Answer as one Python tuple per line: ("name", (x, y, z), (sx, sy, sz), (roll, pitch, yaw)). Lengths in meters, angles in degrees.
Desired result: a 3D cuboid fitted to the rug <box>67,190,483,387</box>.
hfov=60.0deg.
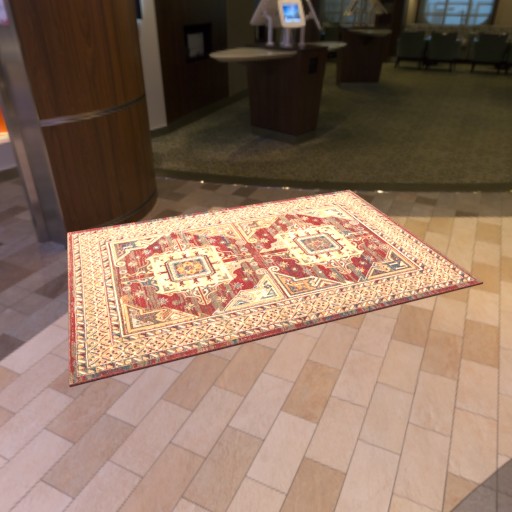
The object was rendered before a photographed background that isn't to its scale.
("rug", (0.000, 0.000, 5.748), (4.578, 0.033, 3.033), (-11, 32, -17))
